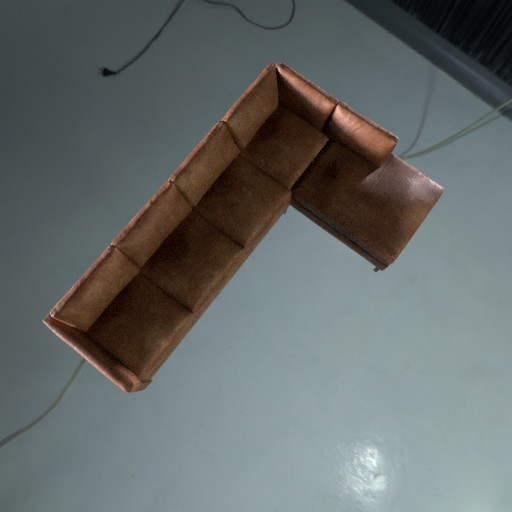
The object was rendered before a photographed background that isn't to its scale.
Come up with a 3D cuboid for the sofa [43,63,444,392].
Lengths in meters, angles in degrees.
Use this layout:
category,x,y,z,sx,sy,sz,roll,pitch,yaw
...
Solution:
category,x,y,z,sx,sy,sz,roll,pitch,yaw
sofa,0.000,0.000,3.802,1.938,0.877,2.984,37,78,9
